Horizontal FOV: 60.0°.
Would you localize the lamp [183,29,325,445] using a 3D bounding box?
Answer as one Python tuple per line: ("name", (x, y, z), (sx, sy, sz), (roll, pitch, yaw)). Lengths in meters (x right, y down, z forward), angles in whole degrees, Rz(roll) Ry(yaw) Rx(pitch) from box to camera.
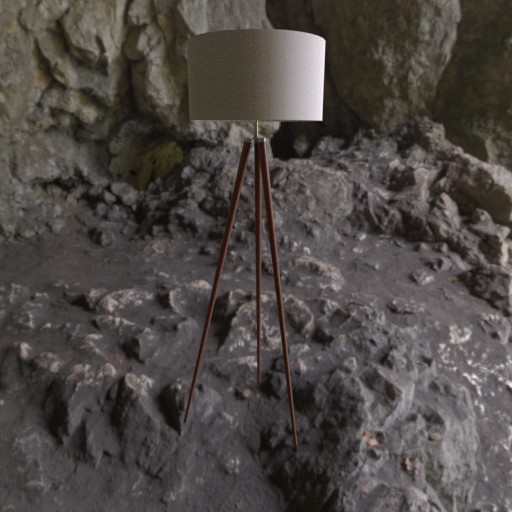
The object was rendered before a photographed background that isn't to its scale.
("lamp", (0.000, 0.000, 1.772), (0.483, 1.553, 0.483), (-15, 22, -42))
